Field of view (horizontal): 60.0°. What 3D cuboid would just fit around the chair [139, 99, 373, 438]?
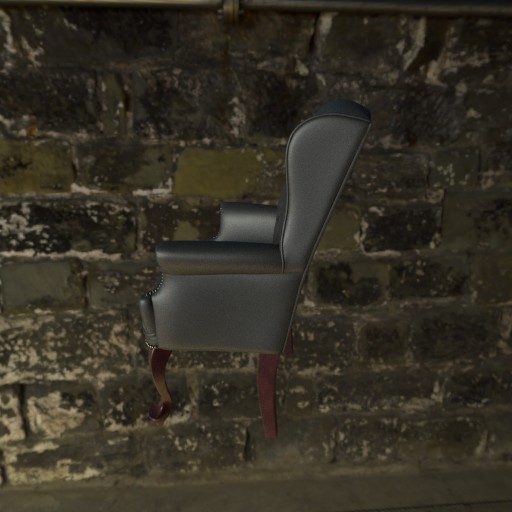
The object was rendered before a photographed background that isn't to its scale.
[{"bbox_3d":[0.000,0.000,1.674,0.762,1.111,0.838,3,16,10],"label":"chair"}]
